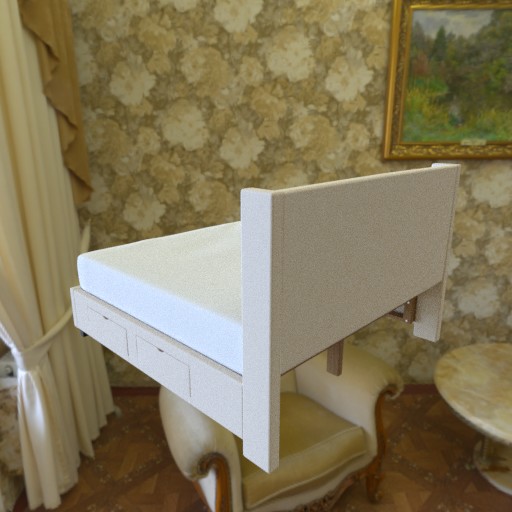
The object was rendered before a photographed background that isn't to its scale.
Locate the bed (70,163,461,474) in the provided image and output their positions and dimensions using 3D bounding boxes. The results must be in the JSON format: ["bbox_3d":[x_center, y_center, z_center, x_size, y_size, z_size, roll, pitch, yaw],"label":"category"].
[{"bbox_3d":[0.000,0.000,3.593,2.293,1.471,2.145,15,22,42],"label":"bed"}]
